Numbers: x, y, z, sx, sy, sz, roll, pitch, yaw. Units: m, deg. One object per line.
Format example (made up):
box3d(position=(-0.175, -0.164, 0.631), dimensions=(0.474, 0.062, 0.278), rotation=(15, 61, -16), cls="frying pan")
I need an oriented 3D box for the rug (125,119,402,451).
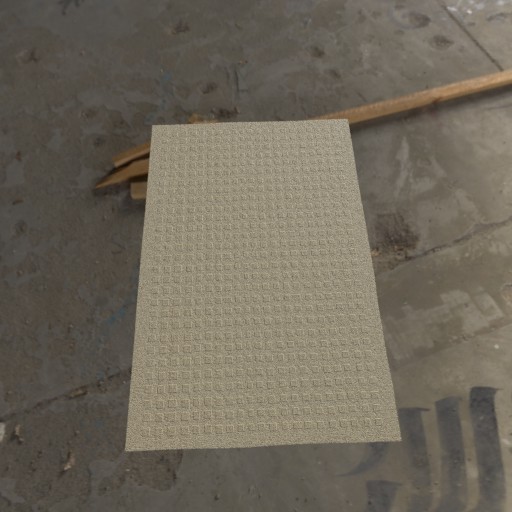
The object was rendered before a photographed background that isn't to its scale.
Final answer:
box3d(position=(0.000, 0.000, 2.207), dimensions=(1.143, 0.006, 1.747), rotation=(-2, 64, -1), cls="rug")
